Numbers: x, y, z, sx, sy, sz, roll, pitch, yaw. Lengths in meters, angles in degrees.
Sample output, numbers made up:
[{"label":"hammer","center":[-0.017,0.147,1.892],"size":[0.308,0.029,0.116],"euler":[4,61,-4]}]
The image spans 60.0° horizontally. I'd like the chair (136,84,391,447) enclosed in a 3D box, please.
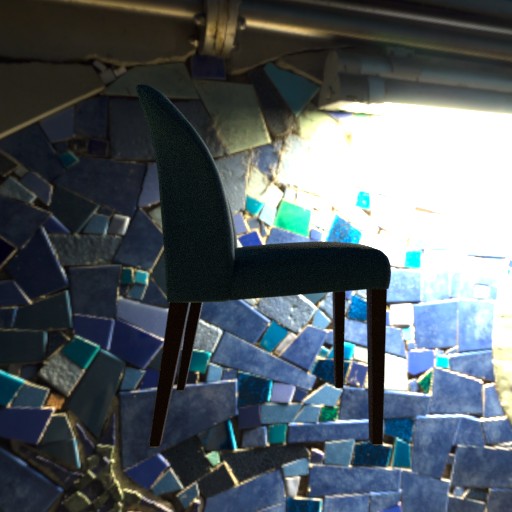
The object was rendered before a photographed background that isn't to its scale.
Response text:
[{"label":"chair","center":[0.000,0.000,1.235],"size":[0.620,0.879,0.507],"euler":[0,1,-1]}]
